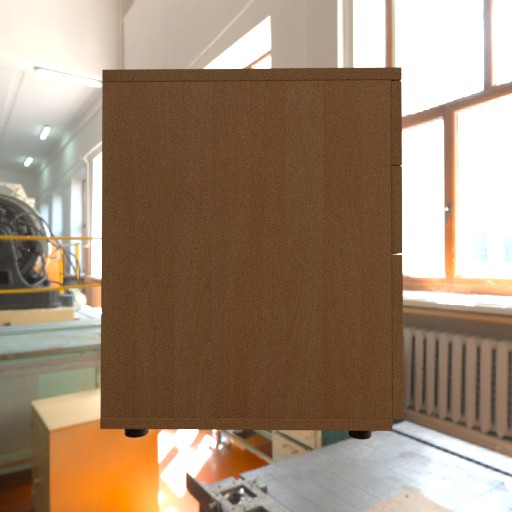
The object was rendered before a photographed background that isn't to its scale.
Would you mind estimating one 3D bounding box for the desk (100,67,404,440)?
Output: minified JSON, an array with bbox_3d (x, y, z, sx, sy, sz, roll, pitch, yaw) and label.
[{"bbox_3d":[0.000,0.000,1.065,0.600,0.730,0.404,0,-1,1],"label":"desk"}]
